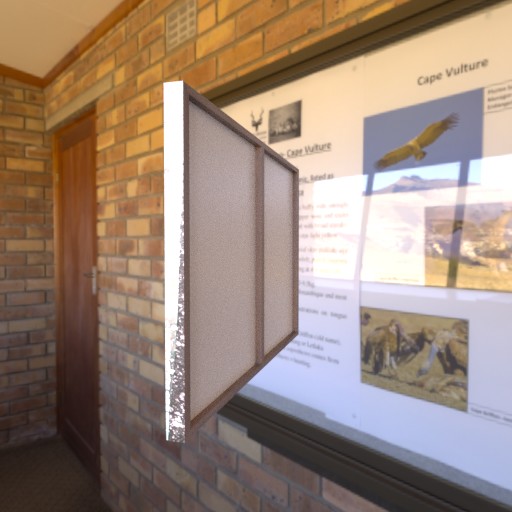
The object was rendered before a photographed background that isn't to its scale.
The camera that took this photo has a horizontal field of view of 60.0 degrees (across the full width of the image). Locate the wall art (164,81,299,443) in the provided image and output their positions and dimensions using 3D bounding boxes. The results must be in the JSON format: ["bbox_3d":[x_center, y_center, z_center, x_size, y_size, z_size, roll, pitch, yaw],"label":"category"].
[{"bbox_3d":[0.000,0.000,1.175,0.038,0.598,0.919,1,2,17],"label":"wall art"}]
